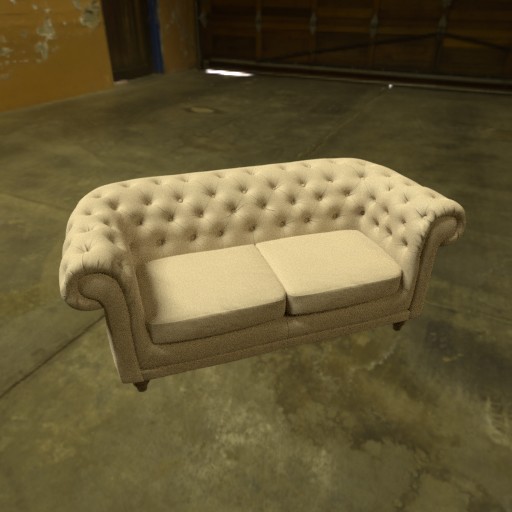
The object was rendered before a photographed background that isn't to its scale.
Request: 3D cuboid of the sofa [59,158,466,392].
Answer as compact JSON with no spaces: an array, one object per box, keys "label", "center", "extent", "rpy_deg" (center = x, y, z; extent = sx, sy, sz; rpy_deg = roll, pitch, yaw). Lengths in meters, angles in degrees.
[{"label":"sofa","center":[0.000,0.000,2.578],"extent":[1.988,0.835,1.069],"rpy_deg":[-9,31,-16]}]
